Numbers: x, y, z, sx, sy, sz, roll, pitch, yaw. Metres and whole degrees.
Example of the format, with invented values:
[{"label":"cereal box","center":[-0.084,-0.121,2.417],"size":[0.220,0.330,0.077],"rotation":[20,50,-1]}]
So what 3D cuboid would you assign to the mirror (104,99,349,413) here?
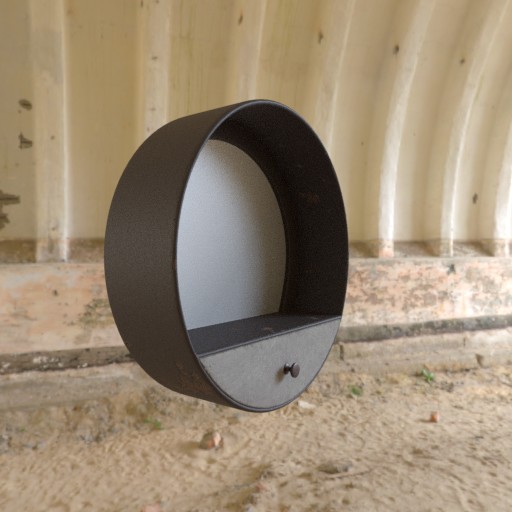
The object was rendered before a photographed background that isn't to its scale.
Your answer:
[{"label":"mirror","center":[0.000,0.000,0.592],"size":[0.126,0.386,0.386],"rotation":[0,1,36]}]
